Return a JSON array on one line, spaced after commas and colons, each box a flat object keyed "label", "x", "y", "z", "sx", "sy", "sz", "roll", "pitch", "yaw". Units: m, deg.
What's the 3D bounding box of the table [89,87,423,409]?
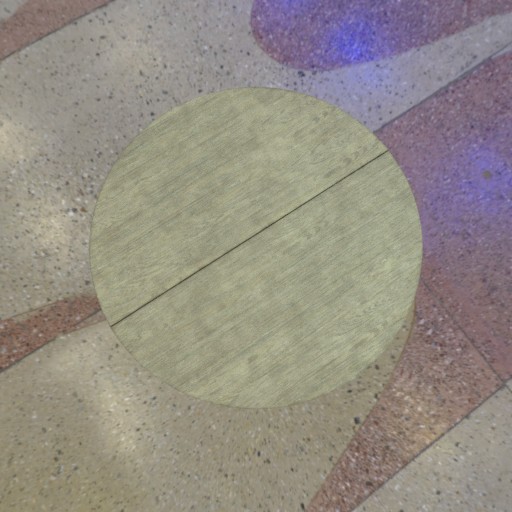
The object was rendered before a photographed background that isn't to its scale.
[{"label": "table", "x": 0.000, "y": 0.000, "z": 2.193, "sx": 1.363, "sy": 0.781, "sz": 1.363, "roll": 0, "pitch": 77, "yaw": 0}]
